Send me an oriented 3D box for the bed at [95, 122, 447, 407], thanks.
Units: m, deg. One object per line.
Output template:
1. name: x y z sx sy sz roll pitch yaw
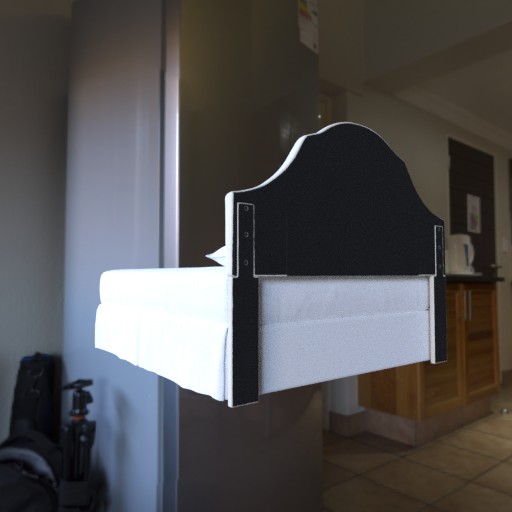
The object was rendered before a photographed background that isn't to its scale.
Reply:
1. bed: 0.000 0.000 3.677 2.008 1.615 2.214 2 -3 -37
